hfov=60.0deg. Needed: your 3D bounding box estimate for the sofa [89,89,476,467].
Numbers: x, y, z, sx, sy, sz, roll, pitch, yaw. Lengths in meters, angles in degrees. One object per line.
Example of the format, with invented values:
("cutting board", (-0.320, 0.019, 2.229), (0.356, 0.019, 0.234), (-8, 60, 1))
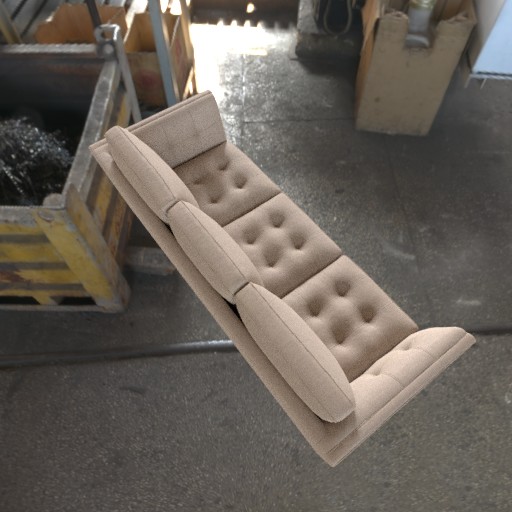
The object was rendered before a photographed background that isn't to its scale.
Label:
("sofa", (0.000, 0.000, 2.792), (0.965, 0.940, 2.388), (-33, 64, -18))
